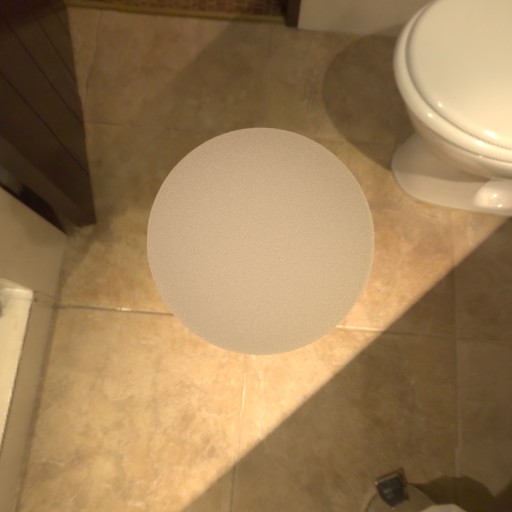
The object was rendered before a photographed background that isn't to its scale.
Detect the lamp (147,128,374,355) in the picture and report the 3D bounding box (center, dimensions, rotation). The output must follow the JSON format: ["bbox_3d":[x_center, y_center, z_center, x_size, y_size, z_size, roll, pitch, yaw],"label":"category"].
[{"bbox_3d":[0.000,0.000,0.338,0.141,0.250,0.152,-31,78,-7],"label":"lamp"}]
